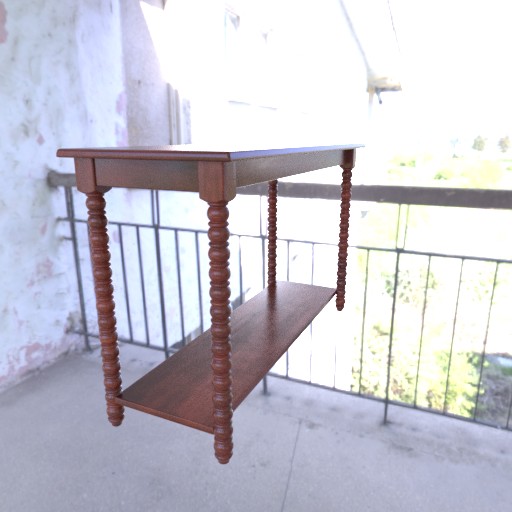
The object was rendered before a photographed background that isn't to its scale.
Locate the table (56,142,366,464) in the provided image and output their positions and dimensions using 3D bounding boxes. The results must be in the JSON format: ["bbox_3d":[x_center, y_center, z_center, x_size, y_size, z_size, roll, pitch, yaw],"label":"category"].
[{"bbox_3d":[0.000,0.000,1.522,0.459,0.740,1.184,7,17,24],"label":"table"}]
